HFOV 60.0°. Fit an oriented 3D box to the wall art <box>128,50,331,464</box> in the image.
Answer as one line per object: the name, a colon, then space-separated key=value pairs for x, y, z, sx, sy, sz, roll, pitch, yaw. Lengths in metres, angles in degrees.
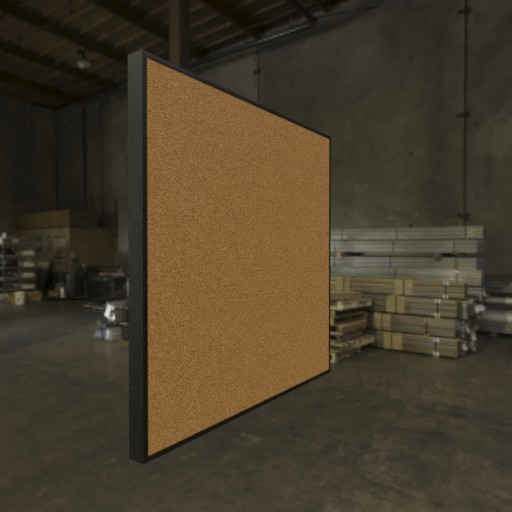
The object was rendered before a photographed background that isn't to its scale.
wall art: x=0.000 y=0.000 z=1.141 sx=0.042 sy=0.766 sz=0.769 roll=1 pitch=1 yaw=36
